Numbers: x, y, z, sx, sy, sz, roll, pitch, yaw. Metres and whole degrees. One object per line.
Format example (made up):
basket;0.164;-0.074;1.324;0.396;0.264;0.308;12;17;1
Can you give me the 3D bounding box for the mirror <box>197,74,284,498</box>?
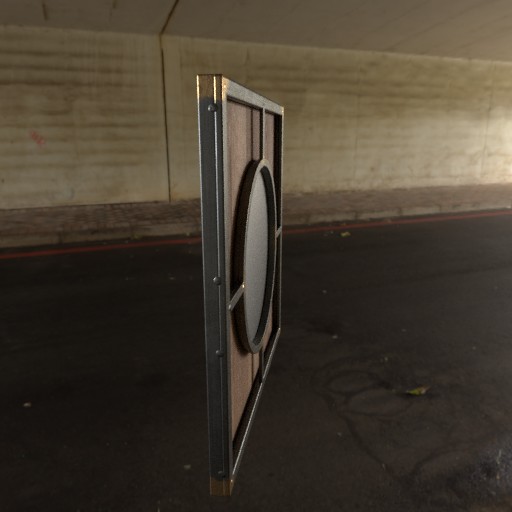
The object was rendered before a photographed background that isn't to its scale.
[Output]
mirror;0.000;0.000;0.559;0.020;0.381;0.382;3;15;10
